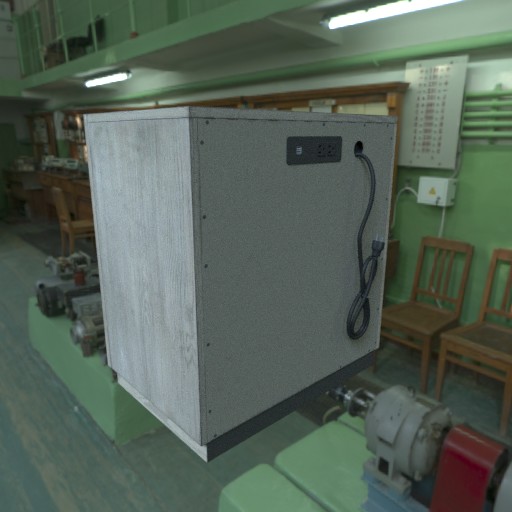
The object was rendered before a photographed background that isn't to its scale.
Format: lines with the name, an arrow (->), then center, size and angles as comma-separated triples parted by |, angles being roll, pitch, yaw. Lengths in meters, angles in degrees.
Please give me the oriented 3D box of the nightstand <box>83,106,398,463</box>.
nightstand -> 0.000, 0.000, 1.107 | 0.612, 0.673, 0.483 | -14, 20, -40
